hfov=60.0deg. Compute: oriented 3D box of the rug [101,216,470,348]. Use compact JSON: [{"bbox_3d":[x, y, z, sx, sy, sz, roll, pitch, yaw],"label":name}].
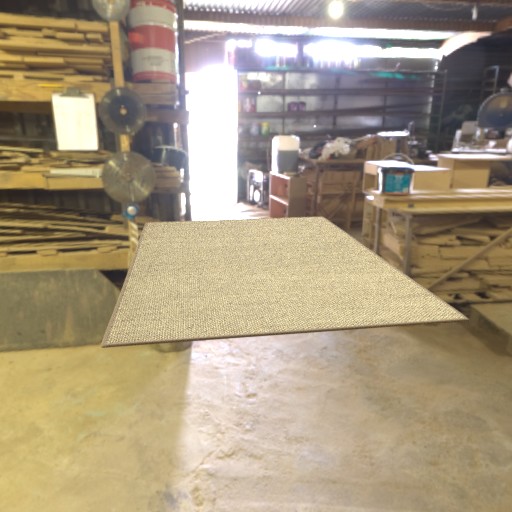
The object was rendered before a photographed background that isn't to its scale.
[{"bbox_3d":[0.000,0.000,2.766,1.517,0.013,2.115,-3,17,-8],"label":"rug"}]
